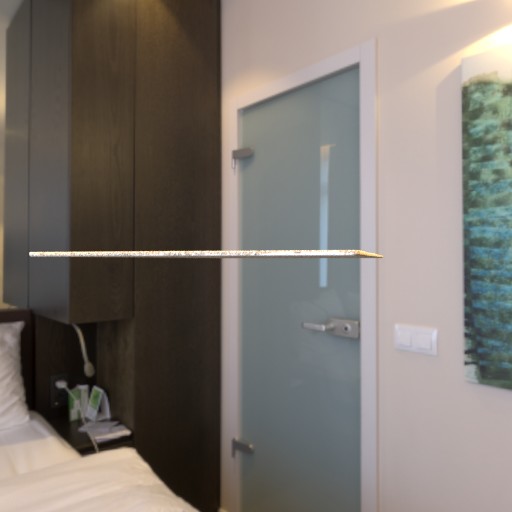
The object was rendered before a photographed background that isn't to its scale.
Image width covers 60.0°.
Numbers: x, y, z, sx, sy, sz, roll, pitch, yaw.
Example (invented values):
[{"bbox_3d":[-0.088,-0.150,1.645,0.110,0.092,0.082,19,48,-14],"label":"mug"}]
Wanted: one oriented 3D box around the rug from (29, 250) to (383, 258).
[{"bbox_3d":[0.000,0.000,3.437,1.798,0.025,2.698,0,-1,18],"label":"rug"}]
